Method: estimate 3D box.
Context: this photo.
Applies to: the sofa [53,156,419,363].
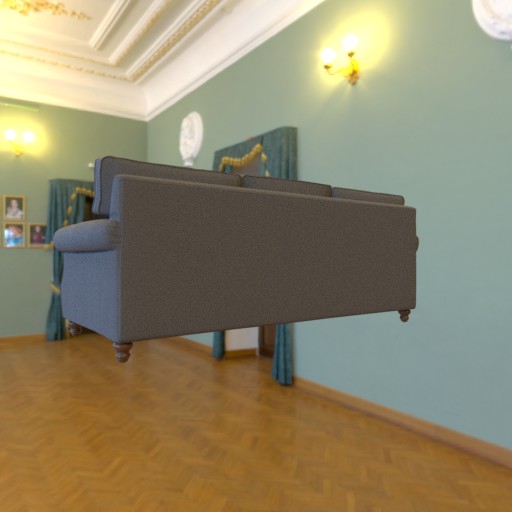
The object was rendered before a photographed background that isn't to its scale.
[{"bbox_3d":[0.000,0.000,2.903,2.353,0.948,0.966,0,0,-36],"label":"sofa"}]
